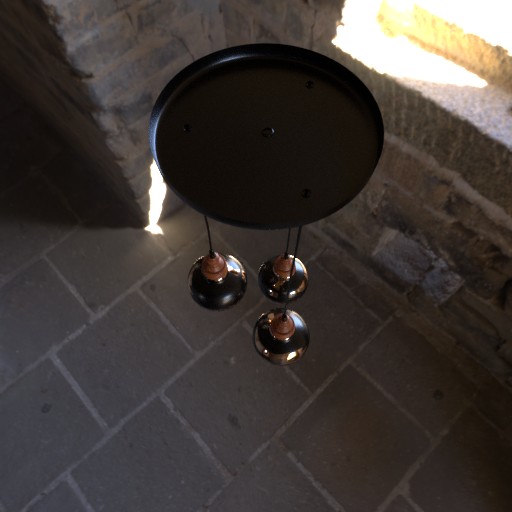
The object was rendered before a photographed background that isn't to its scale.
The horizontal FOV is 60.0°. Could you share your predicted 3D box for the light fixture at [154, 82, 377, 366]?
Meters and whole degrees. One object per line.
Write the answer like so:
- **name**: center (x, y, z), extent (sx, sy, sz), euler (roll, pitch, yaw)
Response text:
- **light fixture**: center (0.000, 0.000, 1.683), extent (0.605, 1.410, 0.608), euler (0, 63, 0)
